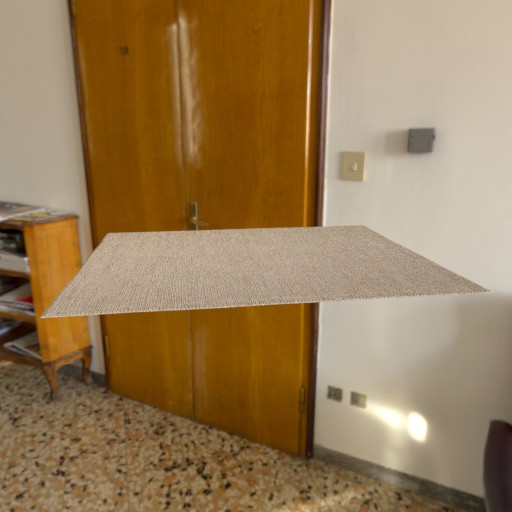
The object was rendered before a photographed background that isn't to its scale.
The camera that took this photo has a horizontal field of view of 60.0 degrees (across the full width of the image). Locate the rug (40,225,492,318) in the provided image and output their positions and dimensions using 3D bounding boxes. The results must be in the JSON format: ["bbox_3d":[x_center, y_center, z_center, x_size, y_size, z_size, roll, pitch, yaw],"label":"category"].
[{"bbox_3d":[0.000,0.000,4.073,3.034,0.012,2.406,-2,16,-8],"label":"rug"}]
